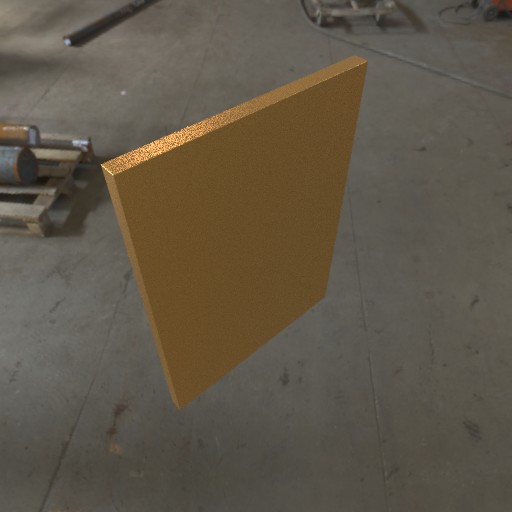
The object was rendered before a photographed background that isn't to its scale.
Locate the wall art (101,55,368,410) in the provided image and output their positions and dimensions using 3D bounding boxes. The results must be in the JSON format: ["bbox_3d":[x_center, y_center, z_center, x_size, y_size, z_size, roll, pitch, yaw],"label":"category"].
[{"bbox_3d":[0.000,0.000,1.109,0.610,0.812,0.038,-33,55,-27],"label":"wall art"}]
